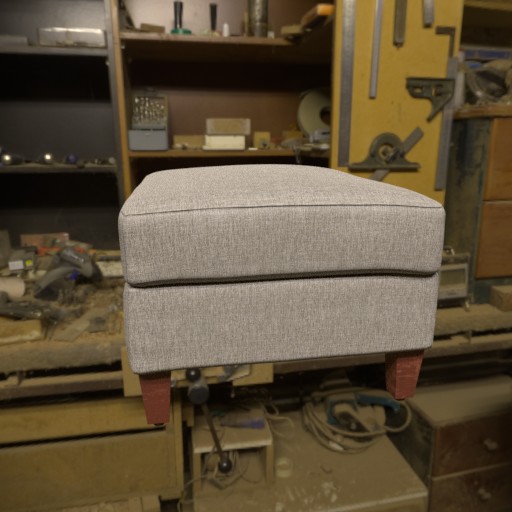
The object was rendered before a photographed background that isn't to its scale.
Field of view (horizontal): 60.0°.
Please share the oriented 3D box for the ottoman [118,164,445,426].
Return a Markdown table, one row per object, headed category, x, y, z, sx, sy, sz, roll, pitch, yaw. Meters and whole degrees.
| category | x | y | z | sx | sy | sz | roll | pitch | yaw |
| --- | --- | --- | --- | --- | --- | --- | --- | --- | --- |
| ottoman | 0.000 | 0.000 | 1.236 | 0.639 | 0.494 | 0.873 | -2 | 15 | -9 |
